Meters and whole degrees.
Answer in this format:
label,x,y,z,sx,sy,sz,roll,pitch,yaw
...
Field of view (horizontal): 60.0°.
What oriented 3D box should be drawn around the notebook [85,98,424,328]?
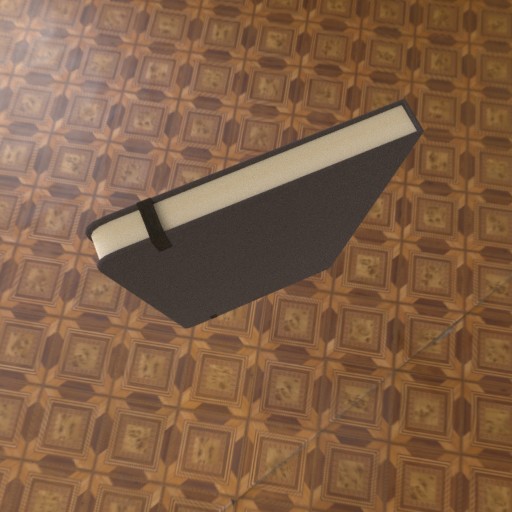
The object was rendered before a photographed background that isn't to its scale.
label,x,y,z,sx,sy,sz,roll,pitch,yaw
notebook,0.000,0.000,0.259,0.127,0.213,0.016,-23,76,-6
